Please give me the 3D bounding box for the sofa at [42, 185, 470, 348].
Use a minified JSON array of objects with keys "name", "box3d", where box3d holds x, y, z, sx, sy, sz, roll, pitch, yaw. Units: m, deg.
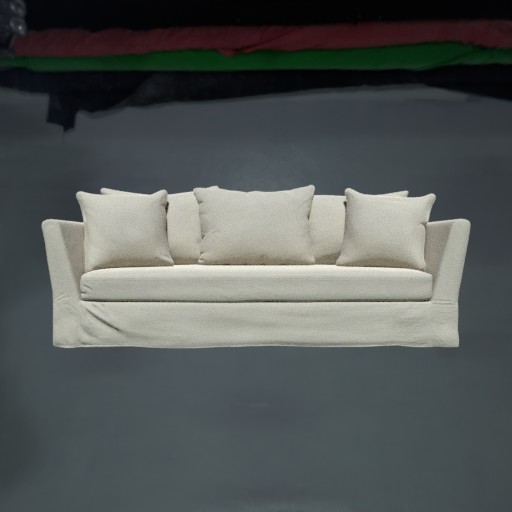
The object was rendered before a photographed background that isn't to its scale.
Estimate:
[{"name":"sofa","box3d":[0.000,0.000,3.072,2.499,1.047,1.046,0,2,0]}]
